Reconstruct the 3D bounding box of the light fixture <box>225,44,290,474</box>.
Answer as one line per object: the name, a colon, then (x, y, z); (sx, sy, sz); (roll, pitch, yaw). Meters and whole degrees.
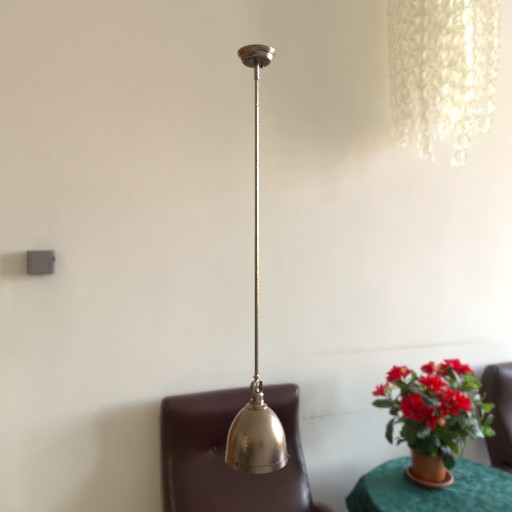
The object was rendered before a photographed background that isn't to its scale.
light fixture: (0.000, 0.000, 1.494); (0.211, 1.367, 0.217); (0, 0, 36)
